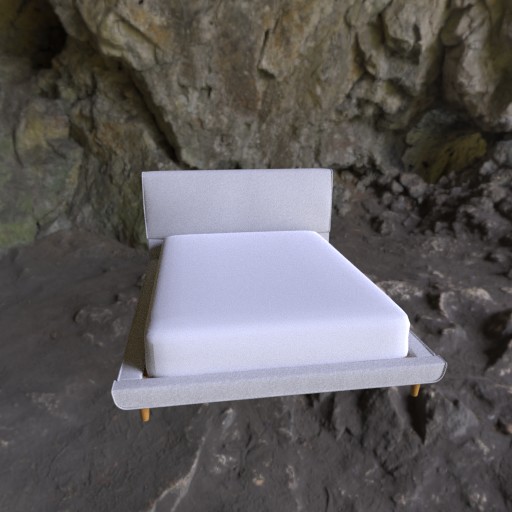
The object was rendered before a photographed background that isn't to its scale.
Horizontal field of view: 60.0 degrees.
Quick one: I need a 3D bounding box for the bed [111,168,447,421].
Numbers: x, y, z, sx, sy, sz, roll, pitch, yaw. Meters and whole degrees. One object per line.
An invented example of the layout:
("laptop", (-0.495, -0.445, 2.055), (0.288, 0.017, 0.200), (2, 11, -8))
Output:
("bed", (0.000, 0.000, 3.394), (1.840, 1.067, 2.368), (-3, 18, -8))
